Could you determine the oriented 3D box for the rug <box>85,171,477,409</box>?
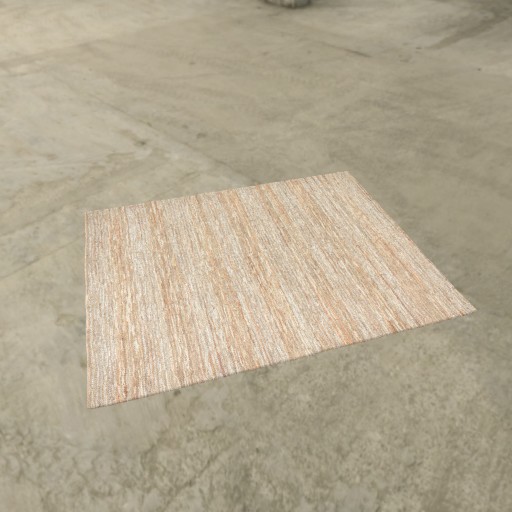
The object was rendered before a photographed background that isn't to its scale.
[{"bbox_3d":[0.000,0.000,3.971,2.939,0.009,2.313,-11,42,-13],"label":"rug"}]
